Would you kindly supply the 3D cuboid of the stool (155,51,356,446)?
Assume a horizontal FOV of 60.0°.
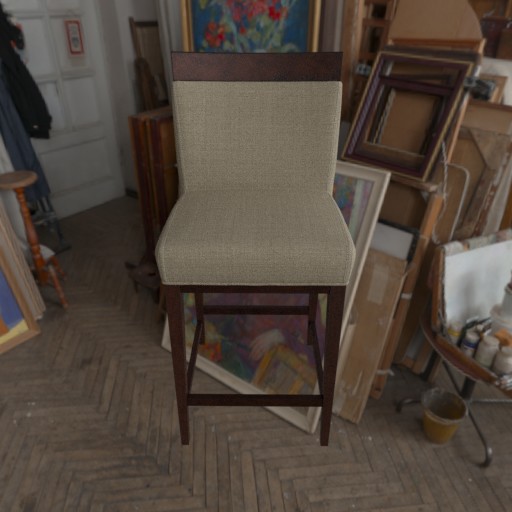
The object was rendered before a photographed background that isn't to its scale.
[{"bbox_3d":[0.000,0.000,1.244,0.463,1.011,0.480,0,30,0],"label":"stool"}]
